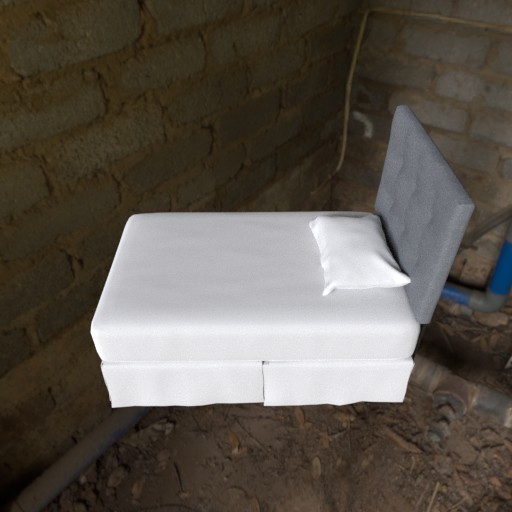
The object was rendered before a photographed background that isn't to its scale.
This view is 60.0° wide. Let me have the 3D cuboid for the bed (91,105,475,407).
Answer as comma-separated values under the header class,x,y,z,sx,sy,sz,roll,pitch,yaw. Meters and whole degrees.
class,x,y,z,sx,sy,sz,roll,pitch,yaw
bed,0.000,0.000,2.908,1.997,1.571,1.261,0,41,0
